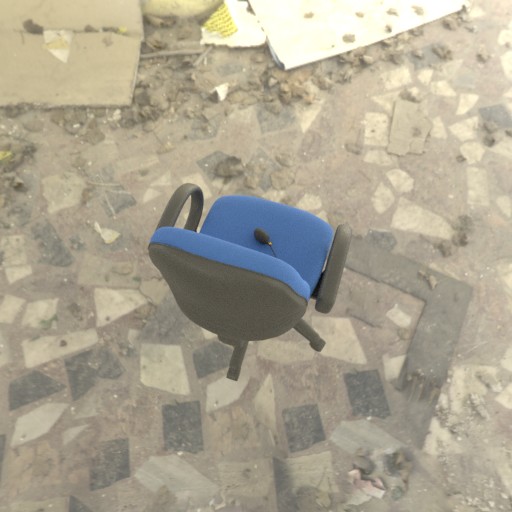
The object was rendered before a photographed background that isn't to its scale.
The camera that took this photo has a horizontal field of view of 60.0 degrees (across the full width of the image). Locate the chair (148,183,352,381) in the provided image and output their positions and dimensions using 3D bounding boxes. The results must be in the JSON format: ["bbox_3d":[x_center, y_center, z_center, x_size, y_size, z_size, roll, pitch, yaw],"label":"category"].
[{"bbox_3d":[0.000,0.000,1.243,0.552,0.905,0.549,16,65,8],"label":"chair"}]
